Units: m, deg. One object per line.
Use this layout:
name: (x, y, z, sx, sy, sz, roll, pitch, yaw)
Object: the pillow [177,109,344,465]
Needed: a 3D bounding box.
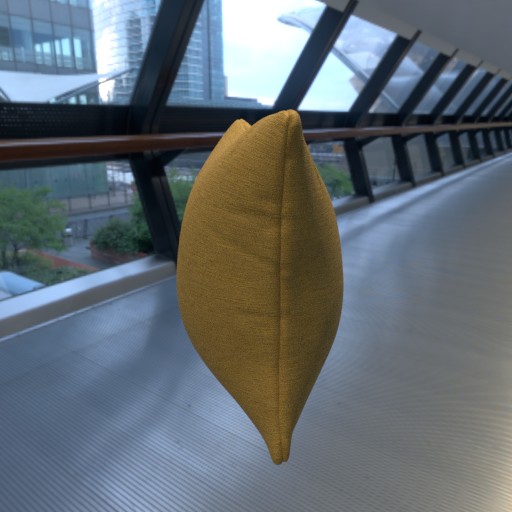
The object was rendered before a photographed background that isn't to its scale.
pillow: (0.000, 0.000, 0.689, 0.247, 0.417, 0.435, -2, 16, -8)
